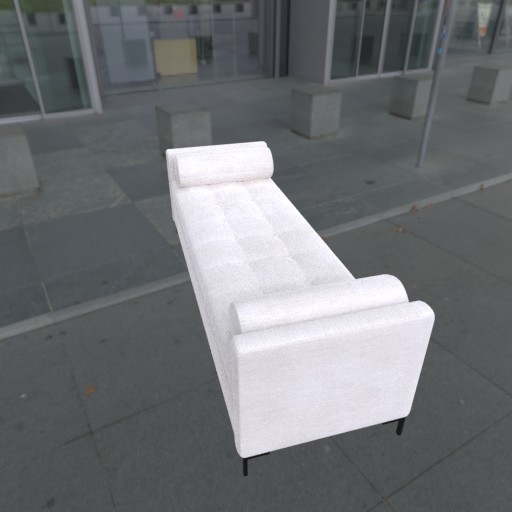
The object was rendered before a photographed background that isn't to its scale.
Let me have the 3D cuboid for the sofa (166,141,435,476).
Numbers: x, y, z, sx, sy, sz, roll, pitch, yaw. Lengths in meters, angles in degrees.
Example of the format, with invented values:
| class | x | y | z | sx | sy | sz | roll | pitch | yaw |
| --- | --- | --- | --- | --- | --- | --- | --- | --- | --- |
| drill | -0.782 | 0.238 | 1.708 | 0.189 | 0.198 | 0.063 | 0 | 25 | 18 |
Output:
| class | x | y | z | sx | sy | sz | roll | pitch | yaw |
| --- | --- | --- | --- | --- | --- | --- | --- | --- | --- |
| sofa | 0.000 | 0.000 | 2.345 | 0.686 | 0.635 | 1.981 | -8 | 32 | -13 |
